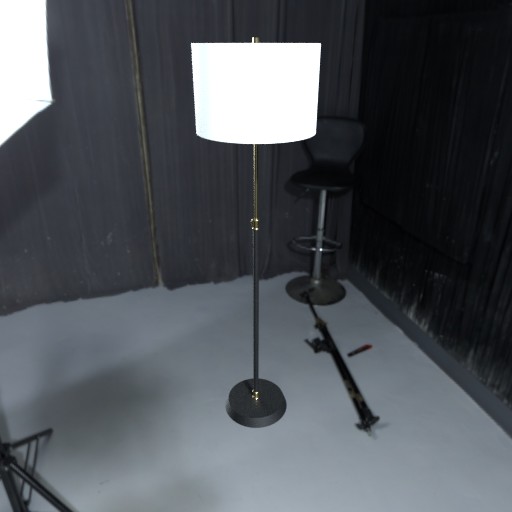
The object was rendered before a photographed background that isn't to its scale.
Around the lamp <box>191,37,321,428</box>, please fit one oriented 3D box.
[{"bbox_3d":[0.000,0.000,1.717,0.404,1.517,0.404,-7,27,-15],"label":"lamp"}]
